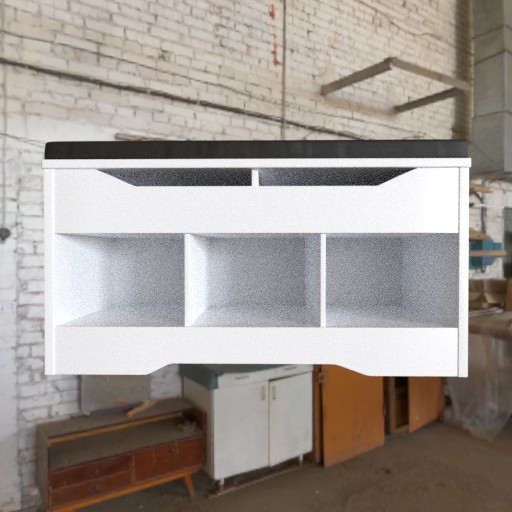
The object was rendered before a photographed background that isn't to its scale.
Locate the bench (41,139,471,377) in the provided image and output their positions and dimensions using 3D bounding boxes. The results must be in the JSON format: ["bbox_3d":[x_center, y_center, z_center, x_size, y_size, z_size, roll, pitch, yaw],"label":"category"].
[{"bbox_3d":[0.000,0.000,1.125,0.899,0.500,0.401,0,1,1],"label":"bench"}]
